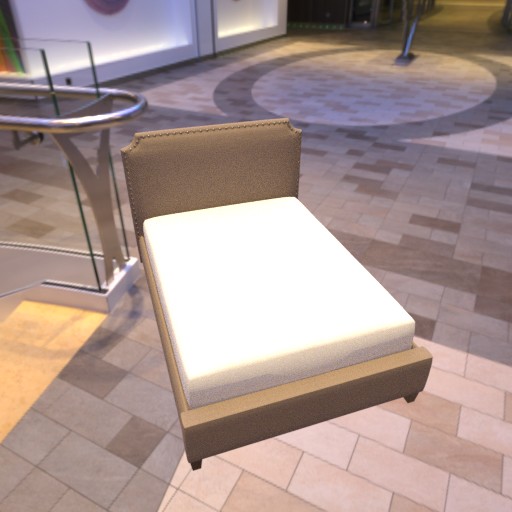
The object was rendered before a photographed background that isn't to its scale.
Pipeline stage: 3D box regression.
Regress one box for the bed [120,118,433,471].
[{"bbox_3d":[0.000,0.000,3.504,1.713,1.443,2.372,-11,34,-16],"label":"bed"}]
